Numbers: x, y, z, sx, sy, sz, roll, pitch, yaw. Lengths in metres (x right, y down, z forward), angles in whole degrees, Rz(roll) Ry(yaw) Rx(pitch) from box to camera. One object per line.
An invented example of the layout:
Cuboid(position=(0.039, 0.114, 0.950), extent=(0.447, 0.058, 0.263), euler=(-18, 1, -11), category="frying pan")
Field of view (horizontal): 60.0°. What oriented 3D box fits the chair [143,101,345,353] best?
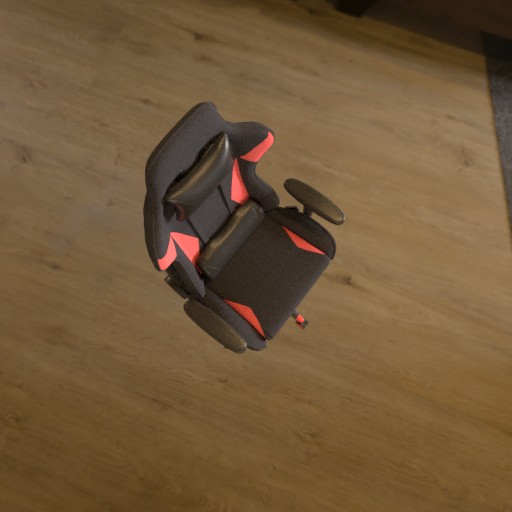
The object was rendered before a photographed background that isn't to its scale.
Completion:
Cuboid(position=(0.000, 0.000, 1.728), extent=(0.658, 1.326, 0.695), euler=(37, 78, 9), category="chair")
